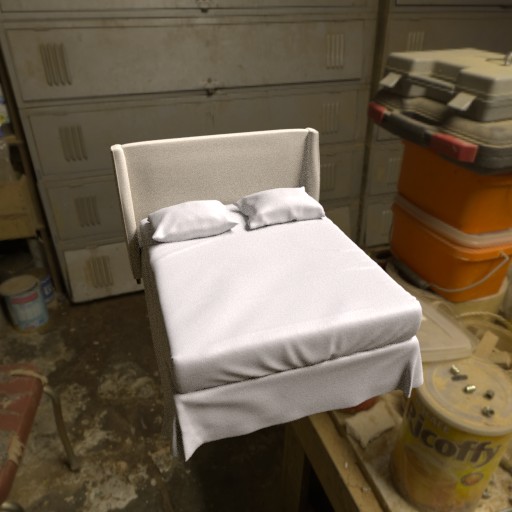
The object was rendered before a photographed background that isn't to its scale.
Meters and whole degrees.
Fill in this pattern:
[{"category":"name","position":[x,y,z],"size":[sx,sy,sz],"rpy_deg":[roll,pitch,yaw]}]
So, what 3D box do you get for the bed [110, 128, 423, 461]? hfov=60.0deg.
[{"category":"bed","position":[0.000,0.000,3.466],"size":[1.925,1.332,2.276],"rpy_deg":[-9,32,-15]}]
